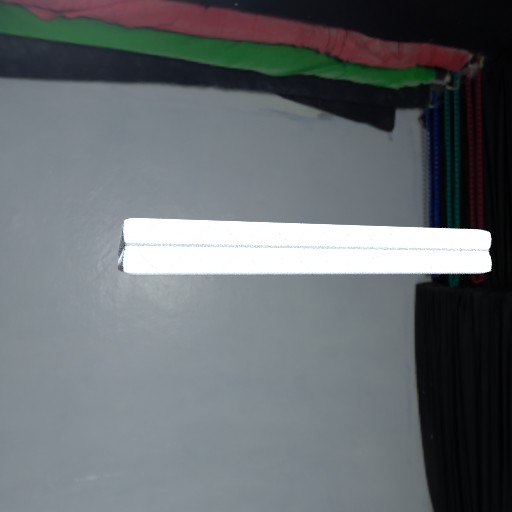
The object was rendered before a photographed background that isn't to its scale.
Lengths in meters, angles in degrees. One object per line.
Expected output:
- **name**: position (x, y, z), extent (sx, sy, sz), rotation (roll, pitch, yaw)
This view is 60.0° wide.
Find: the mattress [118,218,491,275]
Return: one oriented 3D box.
- **mattress**: position (0.000, 0.000, 2.709), extent (1.600, 0.200, 2.000), rotation (1, -2, -18)
